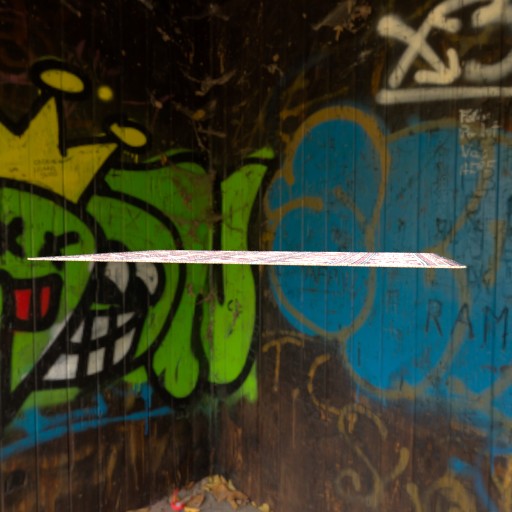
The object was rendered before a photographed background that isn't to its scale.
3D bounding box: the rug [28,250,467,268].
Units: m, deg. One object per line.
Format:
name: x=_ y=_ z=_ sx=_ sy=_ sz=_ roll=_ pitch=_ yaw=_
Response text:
rug: x=0.000 y=0.000 z=3.055 sx=2.440 sy=0.010 sz=1.545 roll=1 pitch=3 yaw=17
